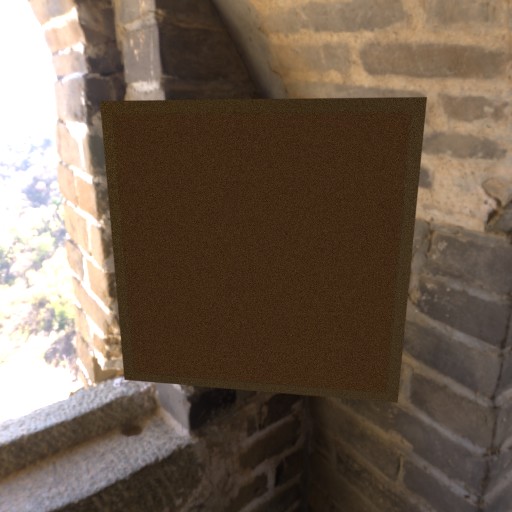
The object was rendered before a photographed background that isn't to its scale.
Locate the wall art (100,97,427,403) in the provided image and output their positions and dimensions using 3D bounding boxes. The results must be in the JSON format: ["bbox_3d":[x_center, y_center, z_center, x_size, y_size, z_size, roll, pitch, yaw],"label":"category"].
[{"bbox_3d":[0.000,0.000,2.888,1.926,1.926,0.099,2,15,8],"label":"wall art"}]
